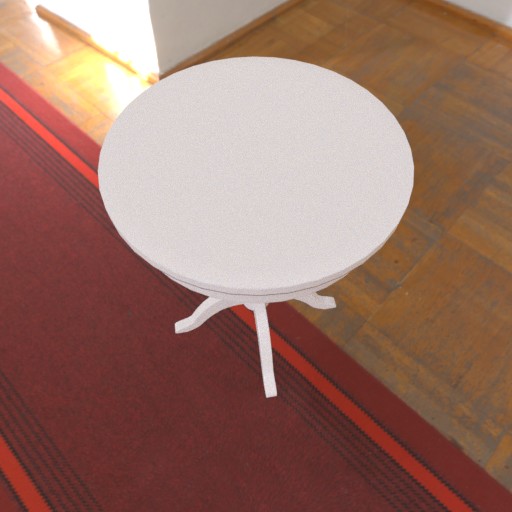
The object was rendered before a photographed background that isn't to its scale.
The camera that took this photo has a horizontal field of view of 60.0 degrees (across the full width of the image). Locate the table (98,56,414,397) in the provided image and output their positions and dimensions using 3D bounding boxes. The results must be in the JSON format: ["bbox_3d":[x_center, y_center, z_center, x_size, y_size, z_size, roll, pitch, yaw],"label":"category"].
[{"bbox_3d":[0.000,0.000,1.007,0.513,0.653,0.513,0,58,0],"label":"table"}]
